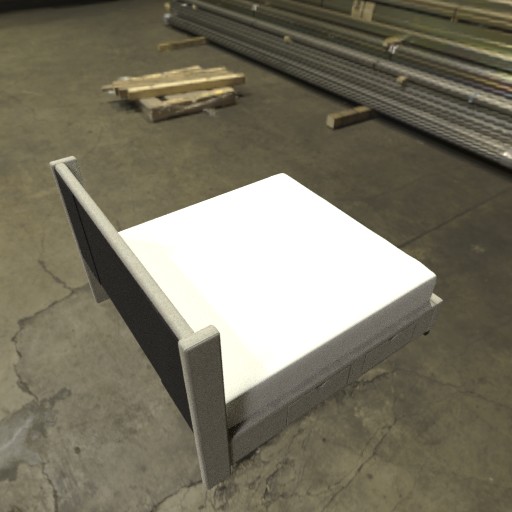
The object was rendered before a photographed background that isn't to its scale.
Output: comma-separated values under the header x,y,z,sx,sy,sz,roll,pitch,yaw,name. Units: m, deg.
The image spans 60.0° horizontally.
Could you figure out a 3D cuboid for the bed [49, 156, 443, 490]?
x,y,z,sx,sy,sz,roll,pitch,yaw,name
0.000,0.000,3.599,2.280,1.470,2.140,-24,46,-26,bed
